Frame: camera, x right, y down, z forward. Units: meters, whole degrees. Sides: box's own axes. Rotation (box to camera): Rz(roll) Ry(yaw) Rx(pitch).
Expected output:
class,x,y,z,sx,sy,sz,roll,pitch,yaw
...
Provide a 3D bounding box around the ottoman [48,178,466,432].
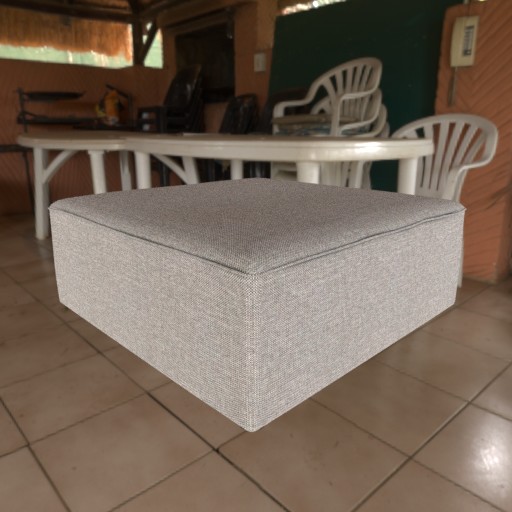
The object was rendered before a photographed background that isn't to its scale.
class,x,y,z,sx,sy,sz,roll,pitch,yaw
ottoman,0.000,0.000,1.522,1.017,0.423,1.023,-15,22,-41
